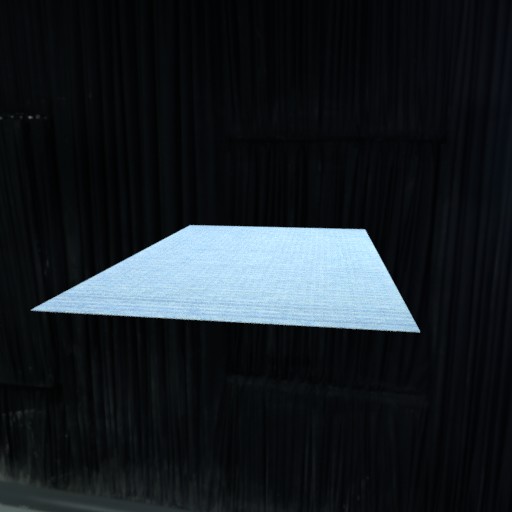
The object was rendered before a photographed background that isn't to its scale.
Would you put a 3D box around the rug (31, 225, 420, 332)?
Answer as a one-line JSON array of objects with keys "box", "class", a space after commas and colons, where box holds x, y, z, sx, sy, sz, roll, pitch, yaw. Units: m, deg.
[{"box": [0.000, 0.000, 3.605, 1.982, 0.006, 2.895, 2, 13, 8], "class": "rug"}]
